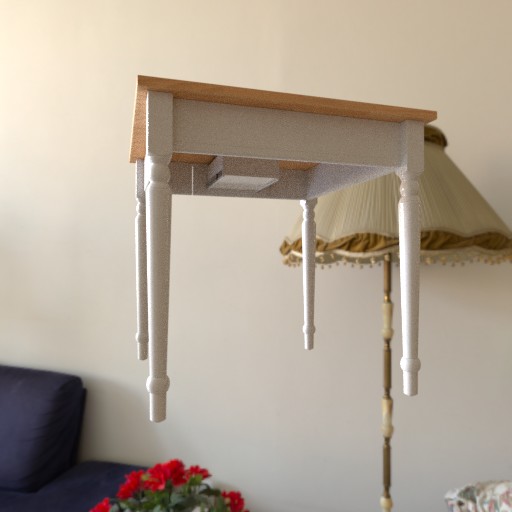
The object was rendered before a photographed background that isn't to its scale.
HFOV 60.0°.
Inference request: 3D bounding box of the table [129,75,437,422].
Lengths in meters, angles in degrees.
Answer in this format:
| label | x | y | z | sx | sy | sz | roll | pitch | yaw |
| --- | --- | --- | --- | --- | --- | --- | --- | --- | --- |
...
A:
| label | x | y | z | sx | sy | sz | roll | pitch | yaw |
| --- | --- | --- | --- | --- | --- | --- | --- | --- | --- |
| table | 0.000 | 0.000 | 1.381 | 0.747 | 0.738 | 0.747 | 0 | -1 | -17 |
